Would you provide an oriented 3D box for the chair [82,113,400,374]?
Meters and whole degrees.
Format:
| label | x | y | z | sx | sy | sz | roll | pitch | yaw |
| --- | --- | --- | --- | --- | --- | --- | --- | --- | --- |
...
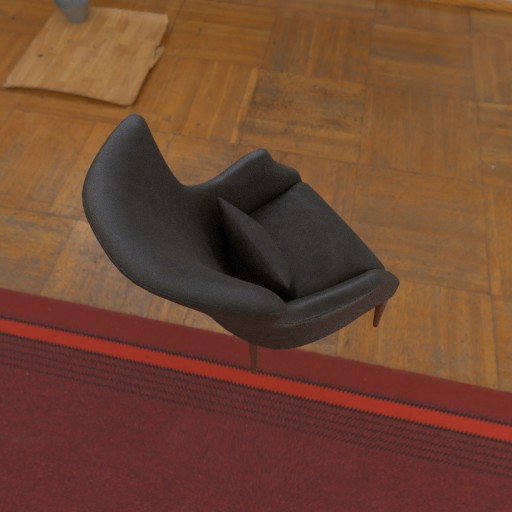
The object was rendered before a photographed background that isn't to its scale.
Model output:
| label | x | y | z | sx | sy | sz | roll | pitch | yaw |
| --- | --- | --- | --- | --- | --- | --- | --- | --- | --- |
| chair | 0.000 | 0.000 | 1.691 | 0.954 | 1.068 | 0.819 | -30 | 63 | -17 |
